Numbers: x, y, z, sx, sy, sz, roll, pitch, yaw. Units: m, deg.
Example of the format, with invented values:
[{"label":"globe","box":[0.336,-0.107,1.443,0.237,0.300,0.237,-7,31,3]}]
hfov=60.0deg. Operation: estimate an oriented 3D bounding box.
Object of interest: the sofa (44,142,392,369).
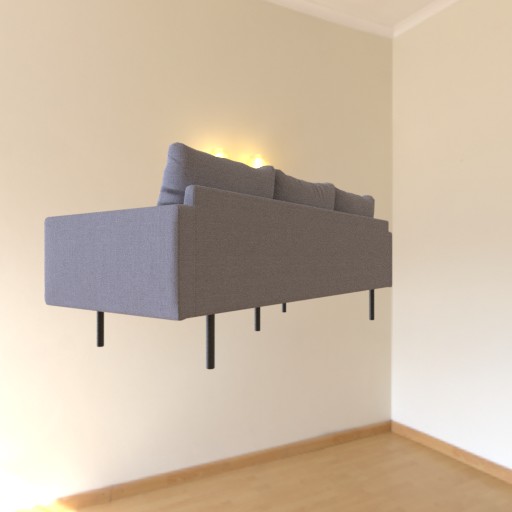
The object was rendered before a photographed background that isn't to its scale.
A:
[{"label":"sofa","box":[0.000,0.000,2.463,0.850,0.830,2.000,0,0,36]}]
